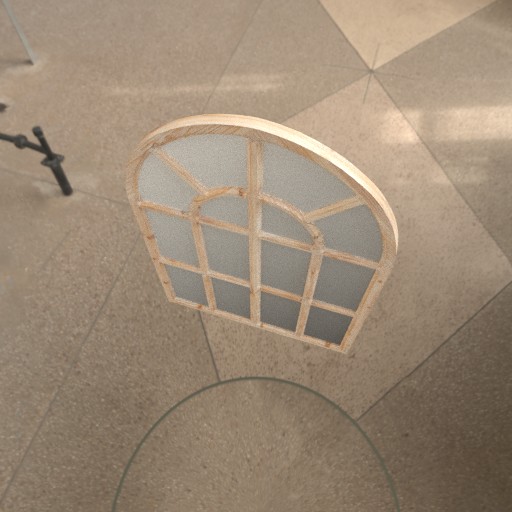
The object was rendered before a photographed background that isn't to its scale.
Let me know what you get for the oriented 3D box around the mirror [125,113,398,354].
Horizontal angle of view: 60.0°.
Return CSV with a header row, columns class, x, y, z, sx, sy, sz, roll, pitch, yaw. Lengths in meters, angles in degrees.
class,x,y,z,sx,sy,sz,roll,pitch,yaw
mirror,0.000,0.000,1.180,0.660,0.920,0.032,15,60,9
